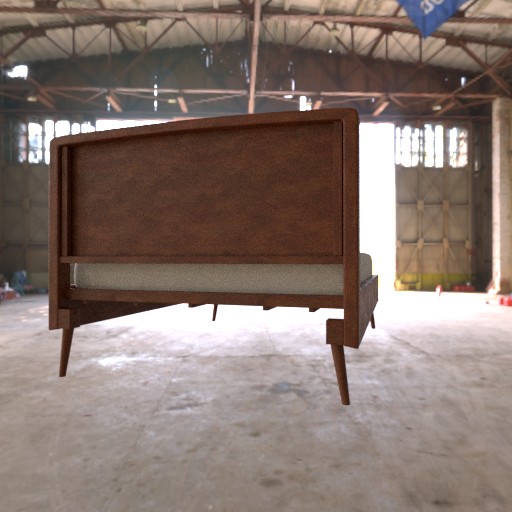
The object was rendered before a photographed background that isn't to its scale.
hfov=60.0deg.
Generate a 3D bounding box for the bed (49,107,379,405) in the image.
[{"bbox_3d":[0.000,0.000,3.126,1.587,1.275,2.196,0,0,18],"label":"bed"}]
